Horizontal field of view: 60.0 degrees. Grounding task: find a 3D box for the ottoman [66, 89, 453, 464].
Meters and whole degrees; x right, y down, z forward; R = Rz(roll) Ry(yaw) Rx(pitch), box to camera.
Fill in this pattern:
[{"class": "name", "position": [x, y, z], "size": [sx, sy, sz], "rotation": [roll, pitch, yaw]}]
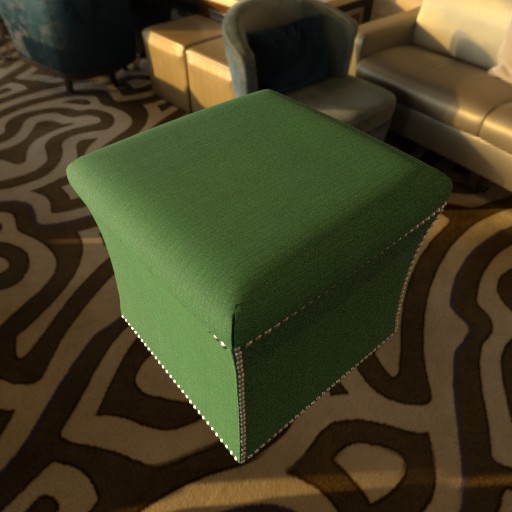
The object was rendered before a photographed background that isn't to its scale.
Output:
[{"class": "ottoman", "position": [0.000, 0.000, 0.905], "size": [0.507, 0.475, 0.497], "rotation": [-31, 52, -28]}]
